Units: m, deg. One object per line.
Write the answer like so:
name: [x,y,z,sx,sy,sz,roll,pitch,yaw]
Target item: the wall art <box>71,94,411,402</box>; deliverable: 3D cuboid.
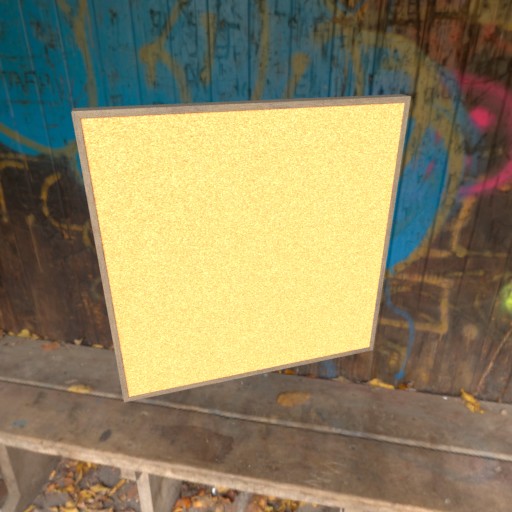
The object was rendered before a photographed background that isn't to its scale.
wall art: [0.000,0.000,1.143,0.758,0.758,0.039,-8,28,-15]
